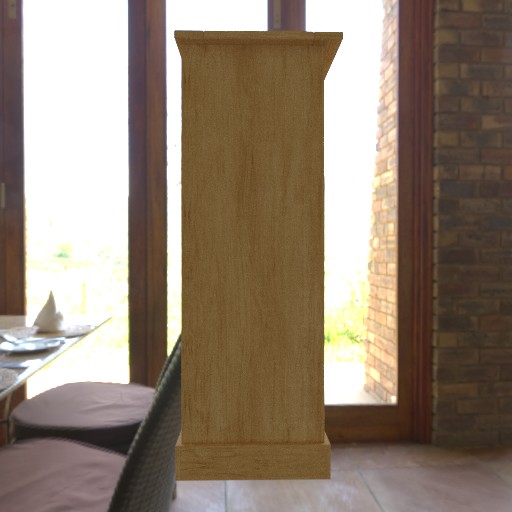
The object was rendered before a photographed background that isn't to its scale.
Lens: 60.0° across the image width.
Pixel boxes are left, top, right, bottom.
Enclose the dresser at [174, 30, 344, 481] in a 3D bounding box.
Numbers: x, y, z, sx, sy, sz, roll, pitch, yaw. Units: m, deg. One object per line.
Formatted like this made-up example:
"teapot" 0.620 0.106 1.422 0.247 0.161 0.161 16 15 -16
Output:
"dresser" 0.000 0.000 1.723 0.485 1.300 0.915 0 0 -1
